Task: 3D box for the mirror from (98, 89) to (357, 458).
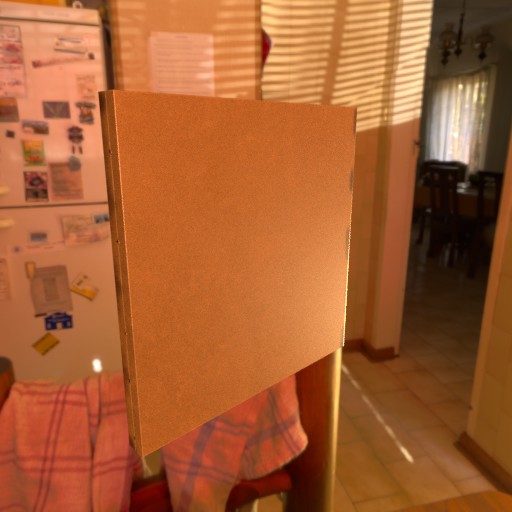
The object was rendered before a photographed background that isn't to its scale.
[{"bbox_3d":[0.000,0.000,0.768,0.509,0.507,0.042,-15,21,-42],"label":"mirror"}]
